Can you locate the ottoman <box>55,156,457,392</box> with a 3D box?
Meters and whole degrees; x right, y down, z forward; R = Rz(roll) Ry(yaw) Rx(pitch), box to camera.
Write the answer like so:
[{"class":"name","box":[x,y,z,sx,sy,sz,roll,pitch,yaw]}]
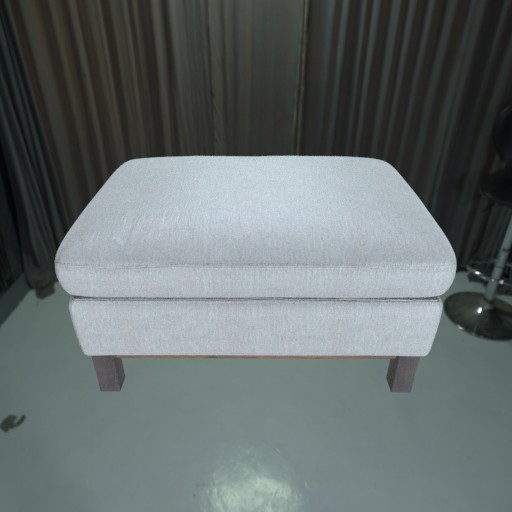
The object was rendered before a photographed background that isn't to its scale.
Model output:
[{"class":"ottoman","box":[0.000,0.000,1.051,0.735,0.404,0.528,0,31,0]}]
